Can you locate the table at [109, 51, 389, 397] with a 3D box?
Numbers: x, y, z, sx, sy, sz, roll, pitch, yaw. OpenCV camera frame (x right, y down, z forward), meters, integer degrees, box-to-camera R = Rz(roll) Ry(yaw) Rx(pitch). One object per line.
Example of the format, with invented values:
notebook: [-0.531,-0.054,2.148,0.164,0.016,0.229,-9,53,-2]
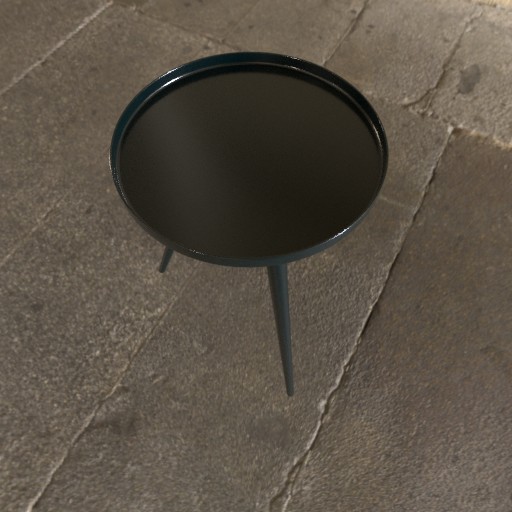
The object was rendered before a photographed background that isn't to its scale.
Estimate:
table: [0.000,0.000,0.817,0.403,0.548,0.415,-14,61,-8]
